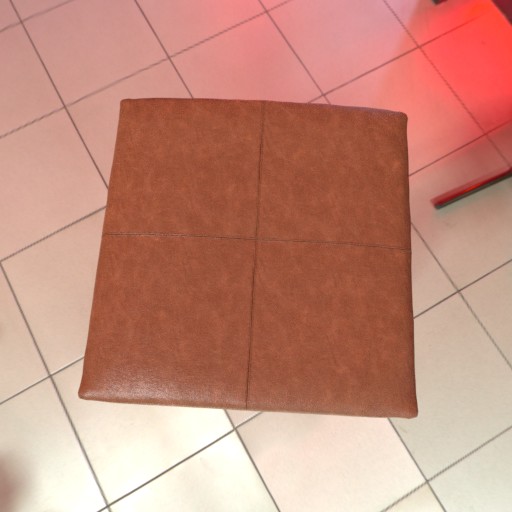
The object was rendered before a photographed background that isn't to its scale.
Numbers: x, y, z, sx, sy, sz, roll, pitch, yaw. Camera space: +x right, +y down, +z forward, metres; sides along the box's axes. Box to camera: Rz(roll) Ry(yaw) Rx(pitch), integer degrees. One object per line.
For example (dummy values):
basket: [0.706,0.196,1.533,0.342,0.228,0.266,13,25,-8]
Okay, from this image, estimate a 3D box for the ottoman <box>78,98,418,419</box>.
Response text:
ottoman: [0.000,0.000,1.577,1.013,0.442,1.016,3,76,1]
